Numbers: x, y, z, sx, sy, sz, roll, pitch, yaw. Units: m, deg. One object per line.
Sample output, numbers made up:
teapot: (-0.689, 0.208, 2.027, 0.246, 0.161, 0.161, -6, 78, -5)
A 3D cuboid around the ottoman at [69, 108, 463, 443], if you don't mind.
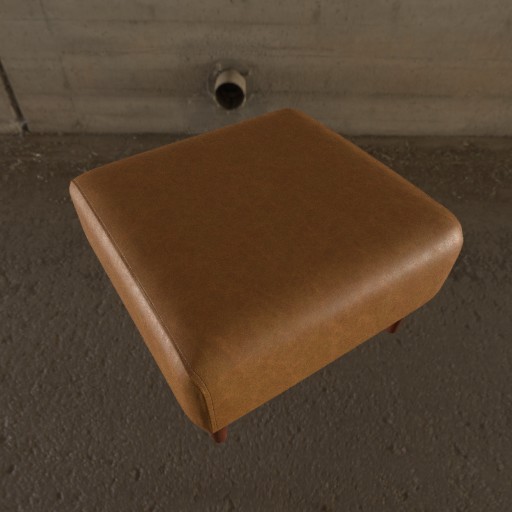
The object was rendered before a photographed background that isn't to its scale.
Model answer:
ottoman: (0.000, 0.000, 1.070, 0.650, 0.399, 0.650, -25, 50, -22)
